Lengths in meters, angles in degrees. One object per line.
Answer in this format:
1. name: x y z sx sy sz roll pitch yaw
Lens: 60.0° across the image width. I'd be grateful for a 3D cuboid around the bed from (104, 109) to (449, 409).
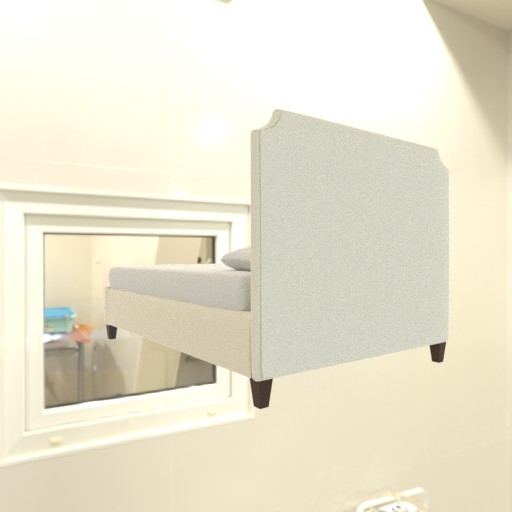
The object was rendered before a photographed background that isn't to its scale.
1. bed: 0.000 0.000 3.561 1.712 1.497 2.372 0 0 -37
